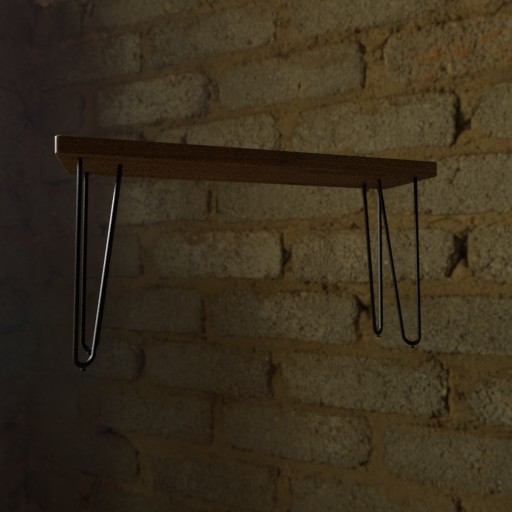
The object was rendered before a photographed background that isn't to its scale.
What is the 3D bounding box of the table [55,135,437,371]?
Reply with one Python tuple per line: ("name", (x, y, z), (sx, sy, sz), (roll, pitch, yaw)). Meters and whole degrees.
("table", (0.000, 0.000, 1.944), (1.570, 0.834, 0.425), (0, 0, -17))
